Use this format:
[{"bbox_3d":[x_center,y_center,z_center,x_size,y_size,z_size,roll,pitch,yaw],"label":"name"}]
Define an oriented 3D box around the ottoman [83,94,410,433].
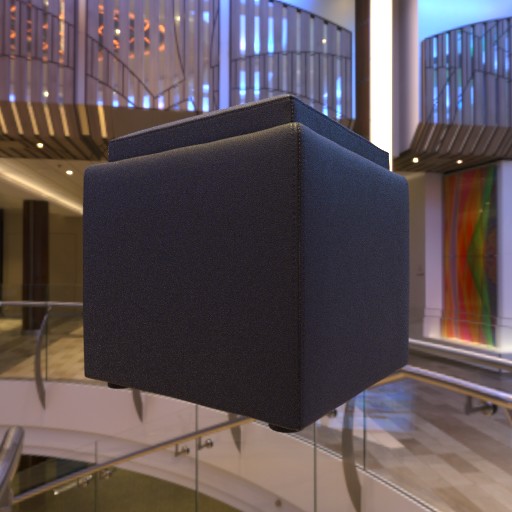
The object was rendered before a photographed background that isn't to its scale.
[{"bbox_3d":[0.000,0.000,0.826,0.451,0.460,0.450,-1,-1,35],"label":"ottoman"}]
